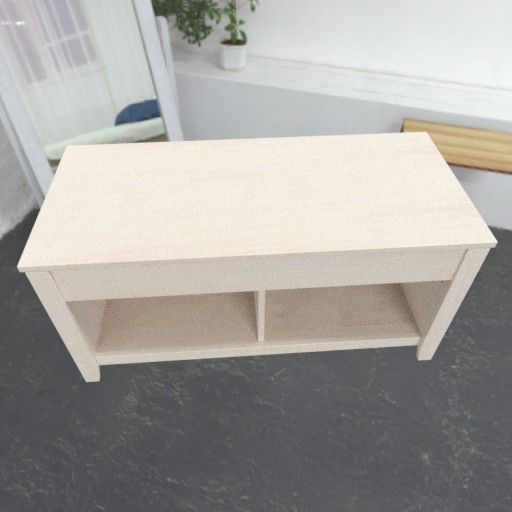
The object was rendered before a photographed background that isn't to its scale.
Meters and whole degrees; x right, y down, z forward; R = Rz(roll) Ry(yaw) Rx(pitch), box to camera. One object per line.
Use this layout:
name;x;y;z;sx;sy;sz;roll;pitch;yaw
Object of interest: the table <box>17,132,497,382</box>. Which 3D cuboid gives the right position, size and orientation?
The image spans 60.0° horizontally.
table;0.000;0.000;1.265;1.016;0.483;0.457;-3;46;-3
